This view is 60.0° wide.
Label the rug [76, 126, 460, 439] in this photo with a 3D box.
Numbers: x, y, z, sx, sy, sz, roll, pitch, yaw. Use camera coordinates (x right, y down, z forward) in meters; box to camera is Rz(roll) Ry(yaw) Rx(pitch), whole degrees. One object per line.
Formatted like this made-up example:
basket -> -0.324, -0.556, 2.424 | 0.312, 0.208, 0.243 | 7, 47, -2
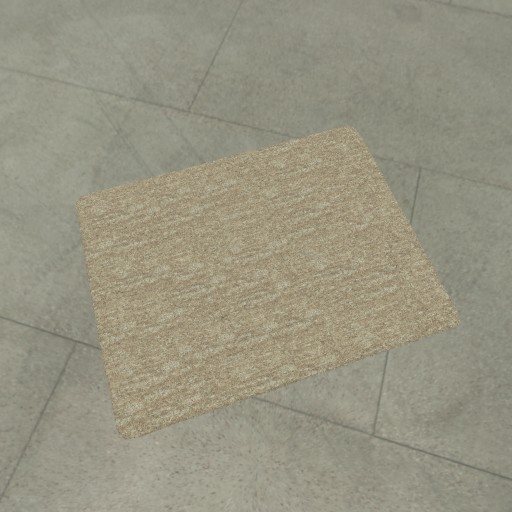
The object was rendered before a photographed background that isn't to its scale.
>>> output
rug -> 0.000, 0.000, 3.869 | 2.873, 0.050, 2.242 | -17, 66, -8
